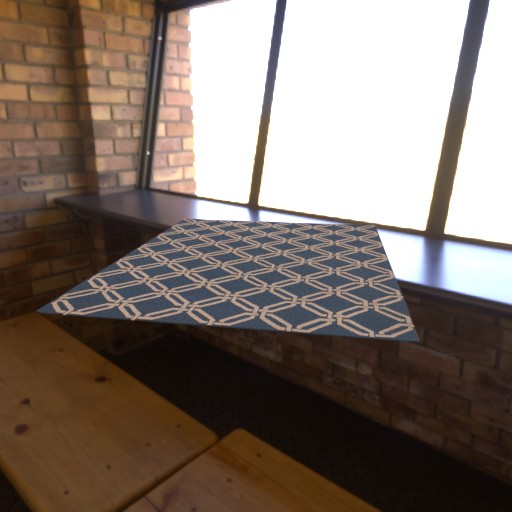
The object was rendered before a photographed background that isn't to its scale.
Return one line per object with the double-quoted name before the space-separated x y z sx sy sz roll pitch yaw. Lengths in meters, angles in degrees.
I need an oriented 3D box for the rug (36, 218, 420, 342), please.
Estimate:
"rug" 0.000 0.000 3.893 2.277 0.020 2.867 3 17 9
